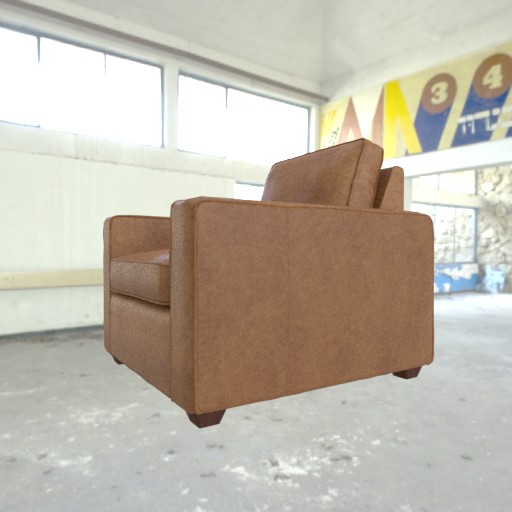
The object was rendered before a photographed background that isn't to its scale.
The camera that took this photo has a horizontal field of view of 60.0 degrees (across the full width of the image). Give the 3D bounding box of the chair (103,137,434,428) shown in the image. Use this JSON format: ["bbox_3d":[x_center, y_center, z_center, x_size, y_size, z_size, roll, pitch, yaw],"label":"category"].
[{"bbox_3d":[0.000,0.000,1.763,1.027,0.901,0.987,-1,1,-35],"label":"chair"}]
